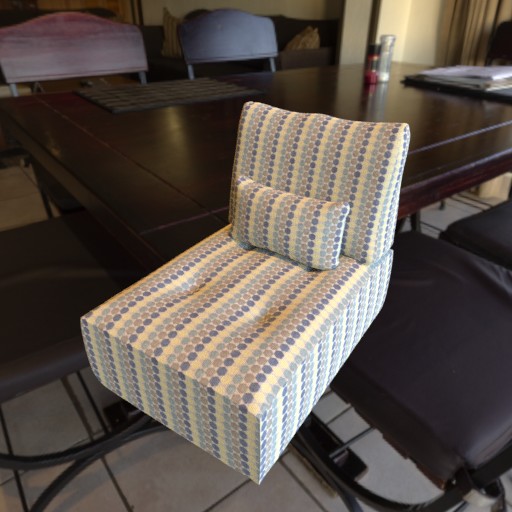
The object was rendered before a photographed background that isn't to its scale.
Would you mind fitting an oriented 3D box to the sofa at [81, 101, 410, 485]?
[{"bbox_3d":[0.000,0.000,1.549,0.700,0.820,1.000,19,36,28],"label":"sofa"}]
